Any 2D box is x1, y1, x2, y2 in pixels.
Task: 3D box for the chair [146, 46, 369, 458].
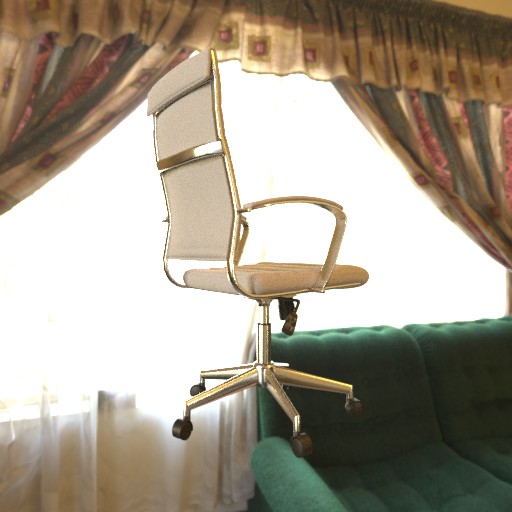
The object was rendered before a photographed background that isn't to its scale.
[{"bbox_3d":[0.000,0.000,1.561,0.667,1.149,0.679,0,1,-36],"label":"chair"}]
